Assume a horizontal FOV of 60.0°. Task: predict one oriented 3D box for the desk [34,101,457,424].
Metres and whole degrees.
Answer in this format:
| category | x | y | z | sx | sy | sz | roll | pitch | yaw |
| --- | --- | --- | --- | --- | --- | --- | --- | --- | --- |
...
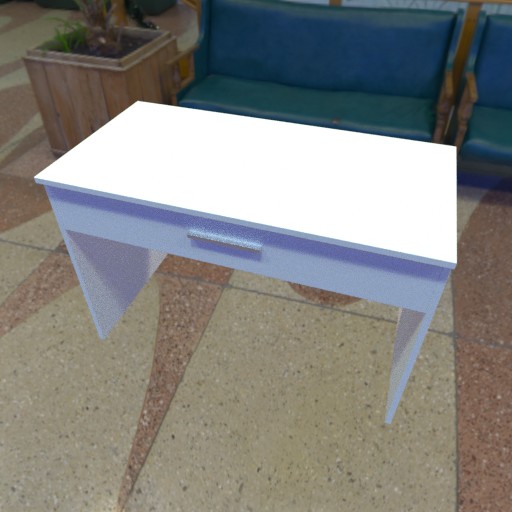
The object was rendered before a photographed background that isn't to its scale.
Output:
| category | x | y | z | sx | sy | sz | roll | pitch | yaw |
| --- | --- | --- | --- | --- | --- | --- | --- | --- | --- |
| desk | 0.000 | 0.000 | 1.524 | 1.100 | 0.730 | 0.560 | 13 | 43 | 14 |
